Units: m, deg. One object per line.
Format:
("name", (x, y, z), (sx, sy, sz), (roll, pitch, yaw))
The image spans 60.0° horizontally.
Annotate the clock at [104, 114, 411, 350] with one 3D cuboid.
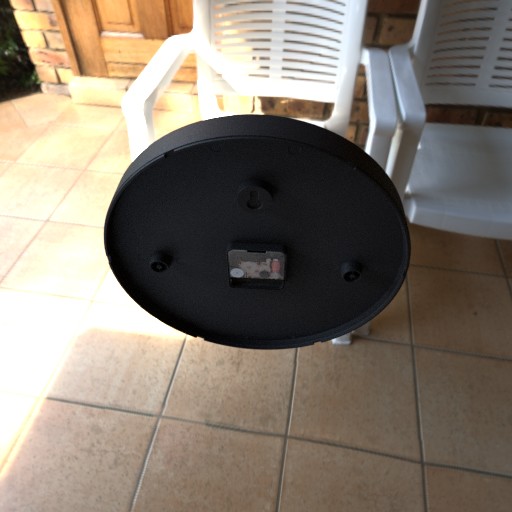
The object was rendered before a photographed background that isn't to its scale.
("clock", (0.000, 0.000, 0.444), (0.293, 0.293, 0.040), (3, 47, 3))
